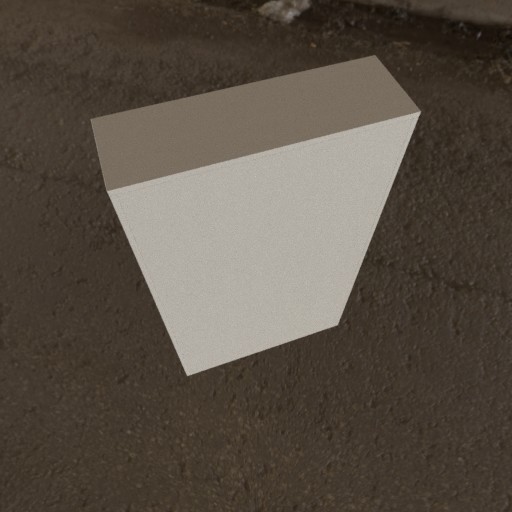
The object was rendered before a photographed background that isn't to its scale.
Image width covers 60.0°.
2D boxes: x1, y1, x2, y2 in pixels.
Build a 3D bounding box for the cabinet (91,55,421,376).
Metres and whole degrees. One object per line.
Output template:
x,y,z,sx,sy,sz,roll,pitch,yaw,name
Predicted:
0.000,0.000,1.599,0.750,1.280,0.250,-17,59,-10,cabinet
